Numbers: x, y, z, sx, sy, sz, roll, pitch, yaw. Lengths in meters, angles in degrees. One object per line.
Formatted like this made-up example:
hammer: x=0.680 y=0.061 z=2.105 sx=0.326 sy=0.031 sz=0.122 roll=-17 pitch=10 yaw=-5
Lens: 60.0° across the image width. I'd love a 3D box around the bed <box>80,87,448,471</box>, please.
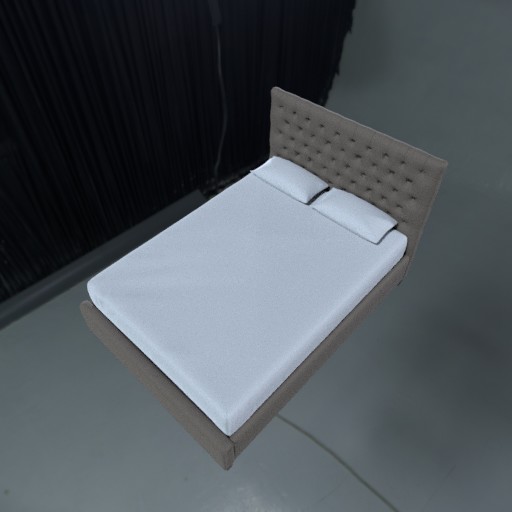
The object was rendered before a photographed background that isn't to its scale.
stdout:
bed: x=0.000 y=0.000 z=3.542 sx=1.698 sy=1.427 sz=2.387 roll=35 pitch=56 yaw=27
